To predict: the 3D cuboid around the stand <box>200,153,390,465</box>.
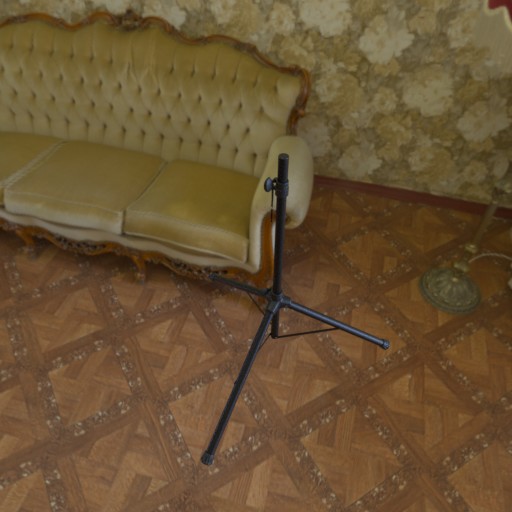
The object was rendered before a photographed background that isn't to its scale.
[{"bbox_3d":[0.000,0.000,1.849,1.045,1.136,0.907,-24,50,-22],"label":"stand"}]
